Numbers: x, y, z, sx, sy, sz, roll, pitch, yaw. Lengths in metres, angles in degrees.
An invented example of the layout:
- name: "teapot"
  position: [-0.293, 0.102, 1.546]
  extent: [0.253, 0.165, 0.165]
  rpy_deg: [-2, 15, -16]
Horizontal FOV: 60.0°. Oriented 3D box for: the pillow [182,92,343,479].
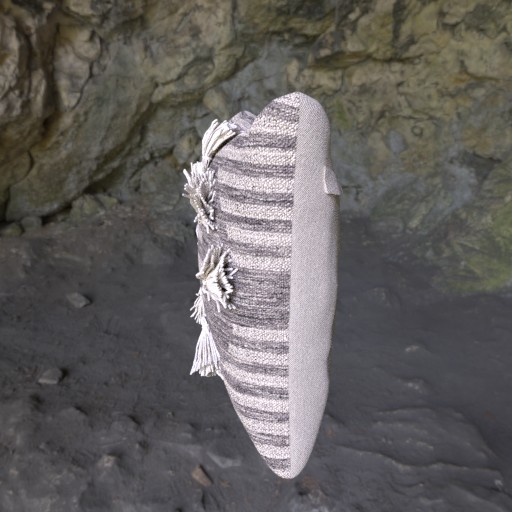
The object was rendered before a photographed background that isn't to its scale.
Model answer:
- name: "pillow"
  position: [0.000, 0.000, 0.750]
  extent: [0.234, 0.490, 0.484]
  rpy_deg: [-2, 15, -8]
